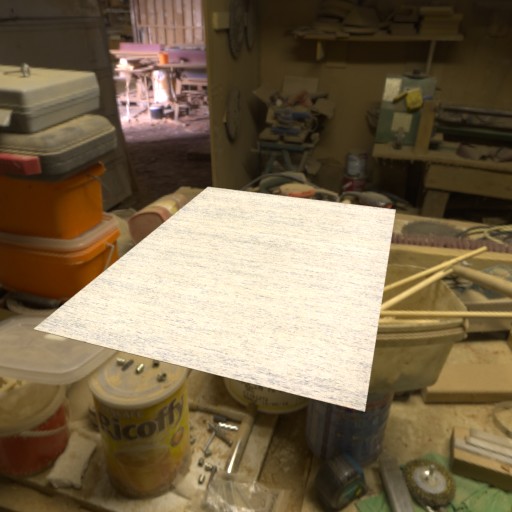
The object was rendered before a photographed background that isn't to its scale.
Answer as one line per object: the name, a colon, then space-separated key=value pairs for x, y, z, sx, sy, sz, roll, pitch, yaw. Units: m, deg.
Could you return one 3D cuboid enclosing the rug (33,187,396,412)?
rug: x=0.000 y=0.000 z=4.298 sx=2.438 sy=0.006 sz=3.197 roll=9 pitch=30 yaw=16
